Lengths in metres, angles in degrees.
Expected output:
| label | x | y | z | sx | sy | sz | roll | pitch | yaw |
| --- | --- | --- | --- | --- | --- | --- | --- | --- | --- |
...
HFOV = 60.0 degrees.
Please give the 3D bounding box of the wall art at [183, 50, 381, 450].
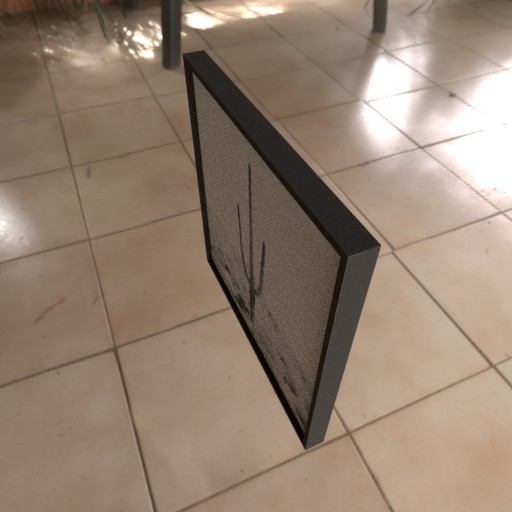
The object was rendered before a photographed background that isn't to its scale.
| label | x | y | z | sx | sy | sz | roll | pitch | yaw |
| --- | --- | --- | --- | --- | --- | --- | --- | --- | --- |
| wall art | 0.000 | 0.000 | 0.771 | 0.038 | 0.508 | 0.508 | -18 | 50 | -16 |
